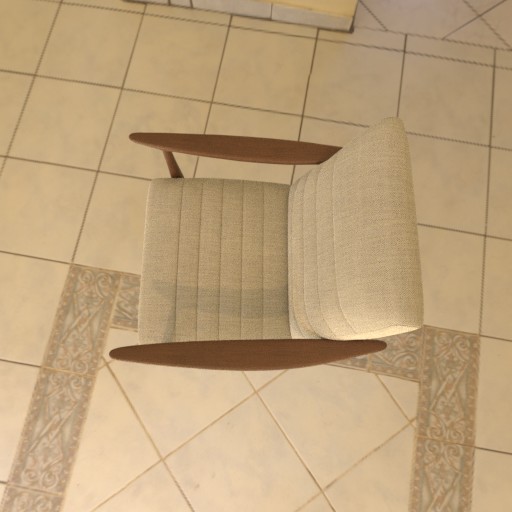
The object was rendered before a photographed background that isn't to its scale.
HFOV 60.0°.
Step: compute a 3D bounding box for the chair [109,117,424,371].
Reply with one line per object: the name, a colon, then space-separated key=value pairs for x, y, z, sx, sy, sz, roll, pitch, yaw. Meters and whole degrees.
chair: x=0.000 y=0.000 z=1.473 sx=0.798 sy=0.832 sz=0.741 roll=0 pitch=75 yaw=0
